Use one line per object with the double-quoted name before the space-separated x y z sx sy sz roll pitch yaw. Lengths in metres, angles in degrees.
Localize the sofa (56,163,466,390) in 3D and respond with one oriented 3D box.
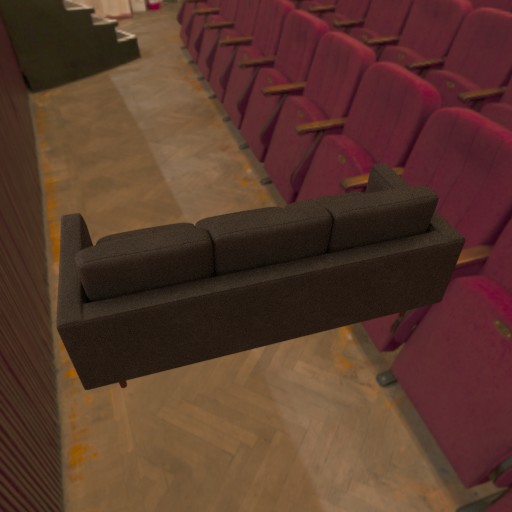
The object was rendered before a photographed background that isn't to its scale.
"sofa" 0.000 0.000 2.548 2.029 0.899 0.879 -11 42 -13
